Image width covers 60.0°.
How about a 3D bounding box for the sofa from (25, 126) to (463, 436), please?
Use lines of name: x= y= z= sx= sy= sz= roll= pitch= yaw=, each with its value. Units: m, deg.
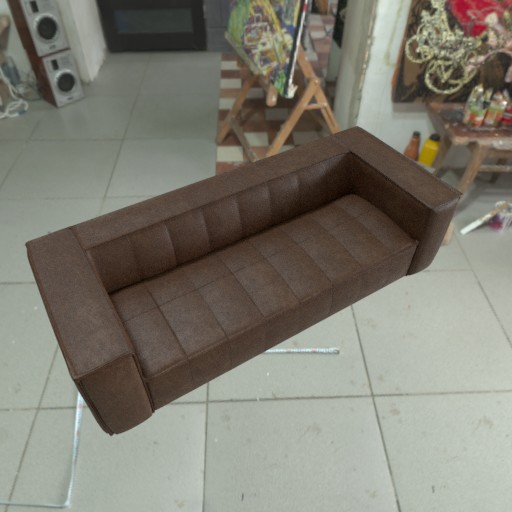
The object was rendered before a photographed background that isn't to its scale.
sofa: x=0.000 y=0.000 z=2.967 sx=2.581 sy=0.701 sz=1.102 roll=-24 pitch=50 yaw=-21
